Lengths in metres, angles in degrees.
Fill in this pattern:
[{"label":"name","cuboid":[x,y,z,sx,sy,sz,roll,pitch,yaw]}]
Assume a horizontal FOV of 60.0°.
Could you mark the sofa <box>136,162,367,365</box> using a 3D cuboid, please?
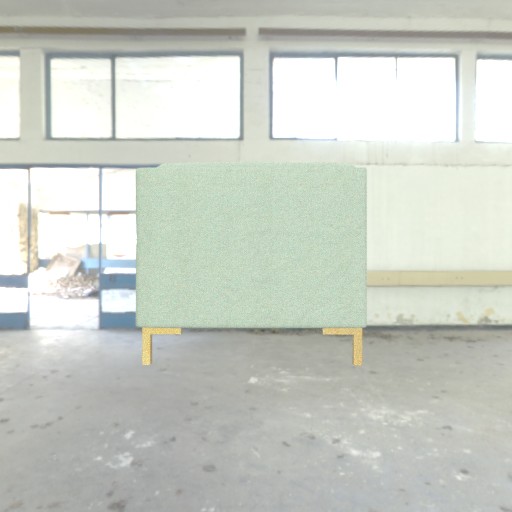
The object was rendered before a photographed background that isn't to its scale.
[{"label":"sofa","cuboid":[0.000,0.000,2.494,0.796,0.705,2.102,0,1,1]}]
